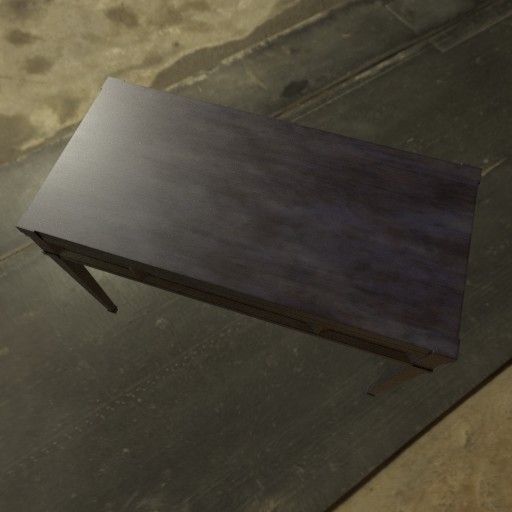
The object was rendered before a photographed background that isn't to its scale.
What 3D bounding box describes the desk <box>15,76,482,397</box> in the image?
[{"bbox_3d":[0.000,0.000,1.736,1.289,0.861,0.630,16,66,7],"label":"desk"}]
